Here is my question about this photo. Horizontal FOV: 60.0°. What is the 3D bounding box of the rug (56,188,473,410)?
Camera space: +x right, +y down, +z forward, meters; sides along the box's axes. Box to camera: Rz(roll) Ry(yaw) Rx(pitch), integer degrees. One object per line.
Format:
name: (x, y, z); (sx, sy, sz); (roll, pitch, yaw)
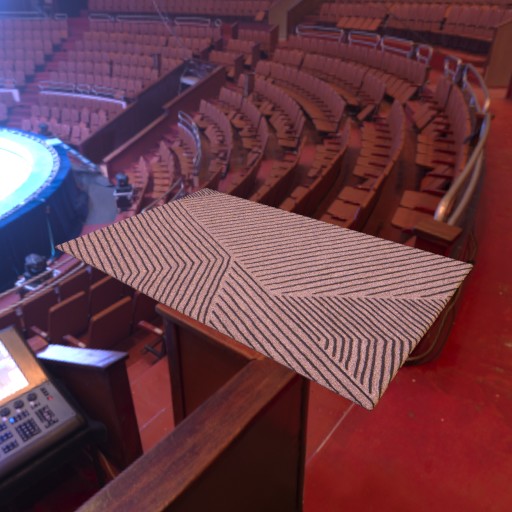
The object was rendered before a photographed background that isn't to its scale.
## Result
rug: (0.000, 0.000, 3.010); (2.406, 0.023, 1.539); (20, 34, 33)
